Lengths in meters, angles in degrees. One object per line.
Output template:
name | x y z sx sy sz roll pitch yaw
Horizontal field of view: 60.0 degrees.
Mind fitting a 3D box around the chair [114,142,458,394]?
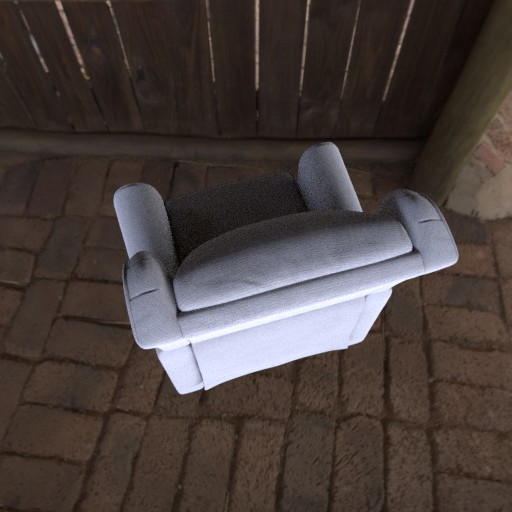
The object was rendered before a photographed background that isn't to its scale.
chair | 0.000 0.000 1.599 0.906 0.966 0.854 -14 59 -9
